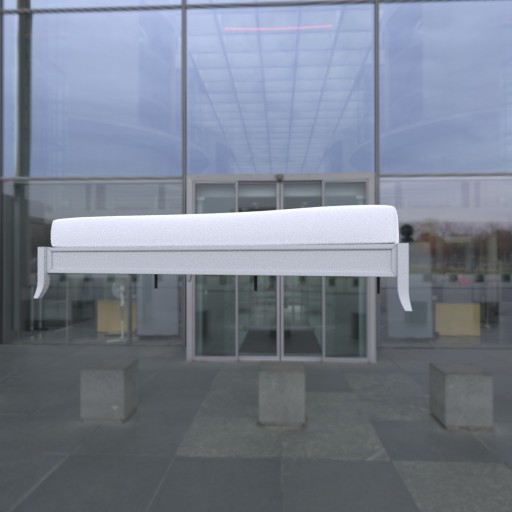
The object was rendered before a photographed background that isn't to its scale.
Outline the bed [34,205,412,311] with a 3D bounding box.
[{"bbox_3d":[0.000,0.000,3.243,2.108,0.510,2.007,0,0,18],"label":"bed"}]
